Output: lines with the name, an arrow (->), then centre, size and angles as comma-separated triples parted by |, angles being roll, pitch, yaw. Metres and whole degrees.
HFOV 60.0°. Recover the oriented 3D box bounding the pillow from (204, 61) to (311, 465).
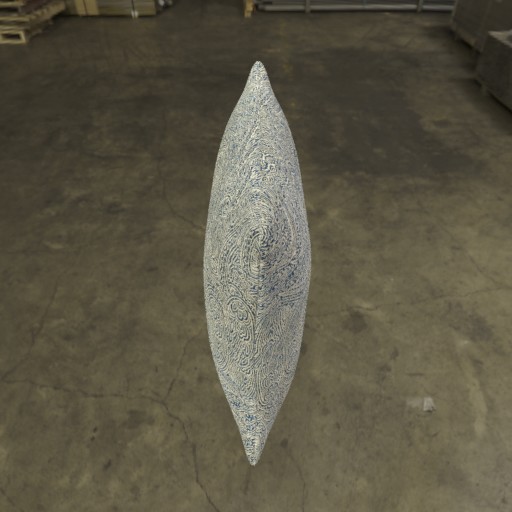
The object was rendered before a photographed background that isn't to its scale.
pillow -> 0.000, 0.000, 0.789 | 0.166, 0.510, 0.523 | 0, 41, 0
